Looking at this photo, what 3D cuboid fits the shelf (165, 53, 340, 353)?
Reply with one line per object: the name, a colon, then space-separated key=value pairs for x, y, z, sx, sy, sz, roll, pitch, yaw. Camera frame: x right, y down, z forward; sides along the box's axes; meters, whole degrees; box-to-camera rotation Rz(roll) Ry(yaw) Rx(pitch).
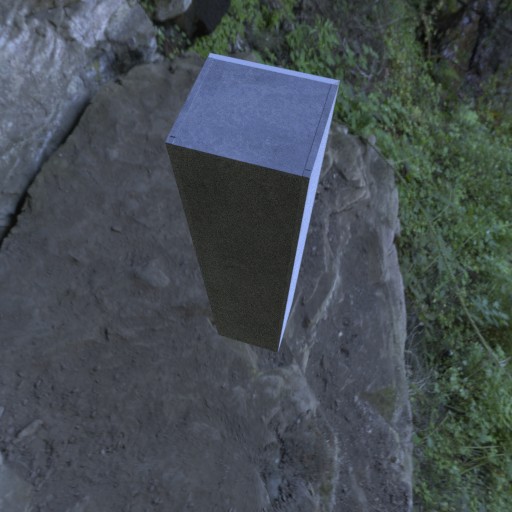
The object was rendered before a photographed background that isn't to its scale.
shelf: x=0.000 y=0.000 z=1.558 sx=0.300 sy=1.400 sz=0.270 roll=15 pitch=65 yaw=7
